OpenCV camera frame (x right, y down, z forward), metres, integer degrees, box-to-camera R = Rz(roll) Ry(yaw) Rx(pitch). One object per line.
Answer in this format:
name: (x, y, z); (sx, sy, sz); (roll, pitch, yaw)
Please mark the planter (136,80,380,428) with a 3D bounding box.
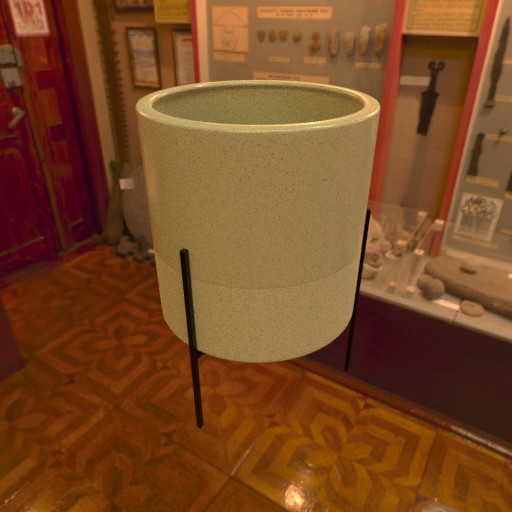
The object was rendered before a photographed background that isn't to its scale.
planter: (0.000, 0.000, 0.698); (0.314, 0.475, 0.323); (19, 35, 29)
